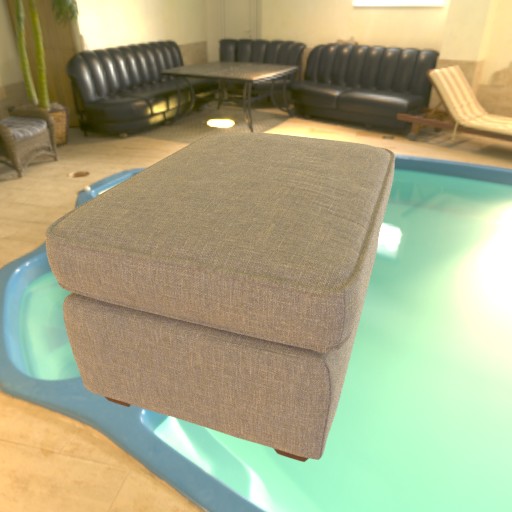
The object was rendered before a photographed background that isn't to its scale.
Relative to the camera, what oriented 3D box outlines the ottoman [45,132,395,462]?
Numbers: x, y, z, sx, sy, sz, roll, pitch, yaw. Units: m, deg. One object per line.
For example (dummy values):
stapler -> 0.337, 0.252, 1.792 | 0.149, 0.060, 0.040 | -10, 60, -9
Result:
ottoman -> 0.000, 0.000, 1.071 | 0.559, 0.457, 0.762 | 10, 31, 17
